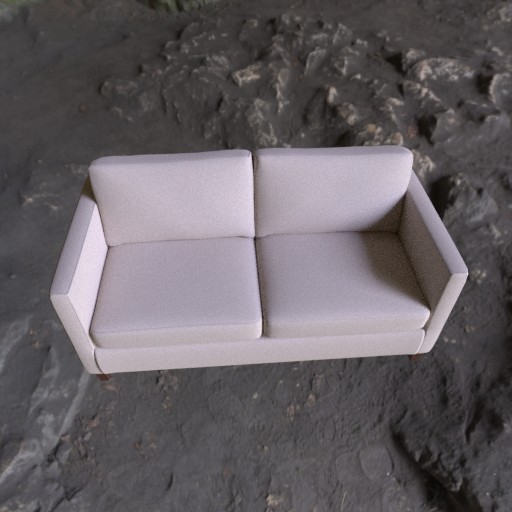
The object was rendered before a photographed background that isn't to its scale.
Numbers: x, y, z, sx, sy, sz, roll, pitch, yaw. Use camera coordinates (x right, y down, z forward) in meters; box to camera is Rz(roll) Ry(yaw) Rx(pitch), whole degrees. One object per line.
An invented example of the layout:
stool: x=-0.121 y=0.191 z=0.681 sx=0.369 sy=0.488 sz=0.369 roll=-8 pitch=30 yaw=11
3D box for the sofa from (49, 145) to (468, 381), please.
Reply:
sofa: x=0.000 y=0.000 z=2.231 sx=1.722 sy=0.888 sz=0.873 roll=-3 pitch=45 yaw=-3
